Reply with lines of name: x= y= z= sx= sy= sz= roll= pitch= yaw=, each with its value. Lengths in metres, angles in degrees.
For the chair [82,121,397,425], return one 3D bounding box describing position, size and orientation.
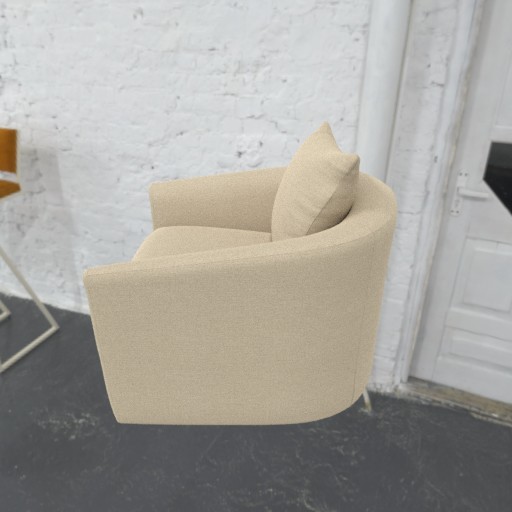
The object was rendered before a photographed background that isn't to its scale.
chair: x=0.000 y=0.000 z=1.579 sx=0.910 sy=0.848 sz=0.845 roll=0 pitch=26 yaw=0
